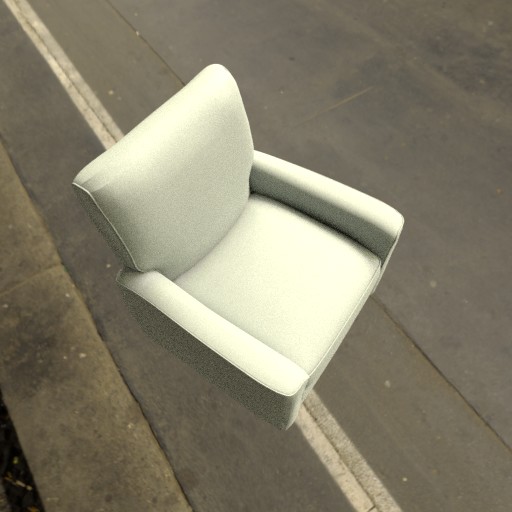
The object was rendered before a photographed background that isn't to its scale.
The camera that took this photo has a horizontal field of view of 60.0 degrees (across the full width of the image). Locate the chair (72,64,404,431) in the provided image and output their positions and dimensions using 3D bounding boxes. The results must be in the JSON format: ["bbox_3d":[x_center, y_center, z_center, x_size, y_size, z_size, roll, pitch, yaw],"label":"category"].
[{"bbox_3d":[0.000,0.000,1.673,0.846,1.007,0.853,30,62,18],"label":"chair"}]
